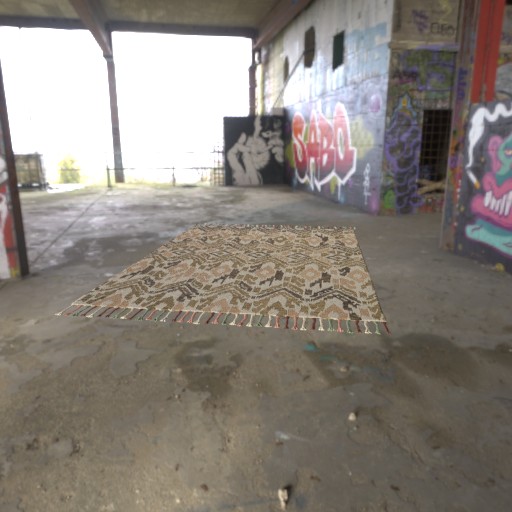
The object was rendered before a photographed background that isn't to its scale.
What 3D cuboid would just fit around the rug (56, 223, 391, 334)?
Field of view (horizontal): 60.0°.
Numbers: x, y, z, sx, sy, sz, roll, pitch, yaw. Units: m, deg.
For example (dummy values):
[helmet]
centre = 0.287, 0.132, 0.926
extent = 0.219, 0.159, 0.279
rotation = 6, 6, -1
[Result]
[rug]
centre = 0.000, 0.000, 3.062
extent = 1.524, 0.008, 2.438
rotation = 2, 14, 8
